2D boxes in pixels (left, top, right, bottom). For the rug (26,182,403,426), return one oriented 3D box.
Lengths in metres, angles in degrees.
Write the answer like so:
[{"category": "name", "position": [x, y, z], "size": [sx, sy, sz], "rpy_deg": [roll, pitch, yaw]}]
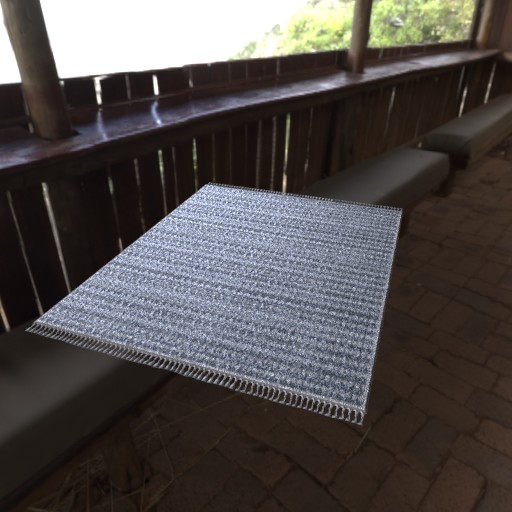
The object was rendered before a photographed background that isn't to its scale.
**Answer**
[{"category": "rug", "position": [0.000, 0.000, 3.822], "size": [2.256, 0.013, 2.910], "rpy_deg": [10, 32, 17]}]
